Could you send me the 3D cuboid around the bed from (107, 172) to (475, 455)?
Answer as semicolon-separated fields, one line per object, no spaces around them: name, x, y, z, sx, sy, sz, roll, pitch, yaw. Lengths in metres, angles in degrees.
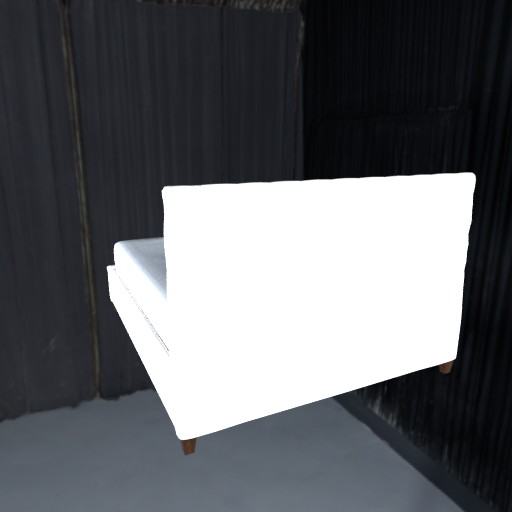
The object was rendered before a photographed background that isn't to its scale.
bed;0.000;0.000;3.627;2.078;1.427;2.387;-7;16;-25
